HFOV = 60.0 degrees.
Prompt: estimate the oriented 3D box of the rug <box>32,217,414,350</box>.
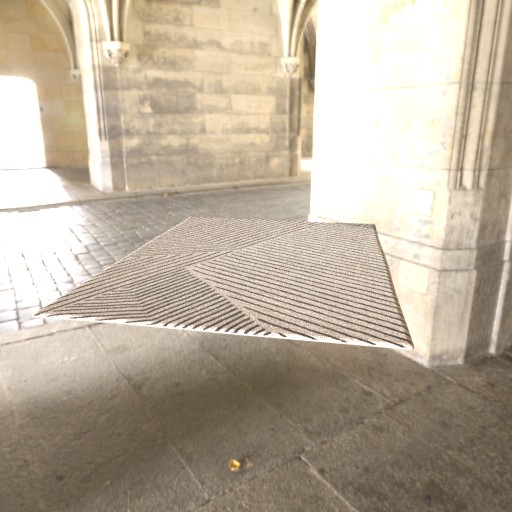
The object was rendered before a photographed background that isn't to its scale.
[{"bbox_3d":[0.000,0.000,3.192,1.829,0.028,2.449,3,17,10],"label":"rug"}]
